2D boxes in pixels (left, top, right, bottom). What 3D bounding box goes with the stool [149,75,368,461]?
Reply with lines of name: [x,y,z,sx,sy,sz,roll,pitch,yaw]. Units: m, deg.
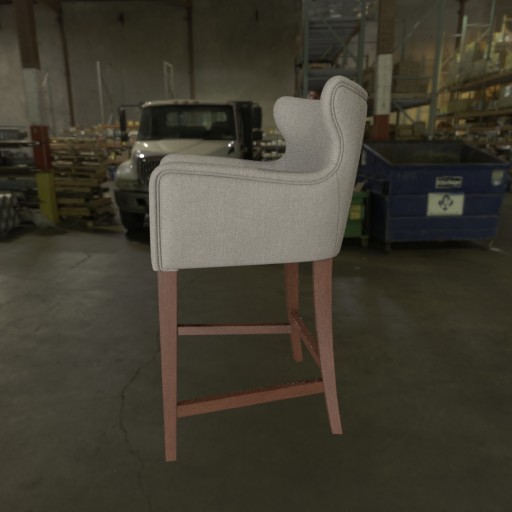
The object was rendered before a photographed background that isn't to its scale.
stool: [0.000,0.000,1.330,0.575,0.951,0.575,-2,15,-9]
